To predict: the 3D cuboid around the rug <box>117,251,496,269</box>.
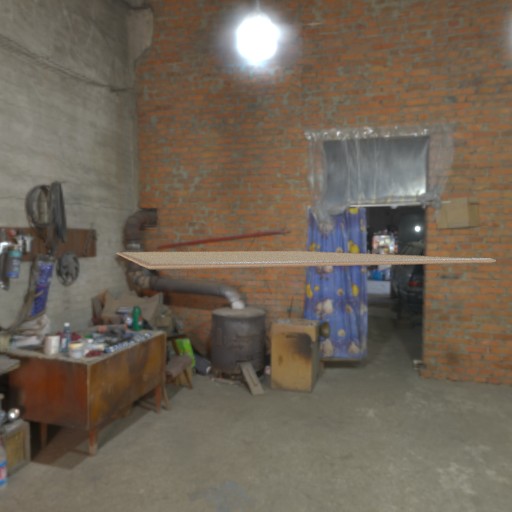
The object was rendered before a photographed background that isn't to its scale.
[{"bbox_3d":[0.000,0.000,2.684,1.525,0.020,2.081,-1,2,-20],"label":"rug"}]
